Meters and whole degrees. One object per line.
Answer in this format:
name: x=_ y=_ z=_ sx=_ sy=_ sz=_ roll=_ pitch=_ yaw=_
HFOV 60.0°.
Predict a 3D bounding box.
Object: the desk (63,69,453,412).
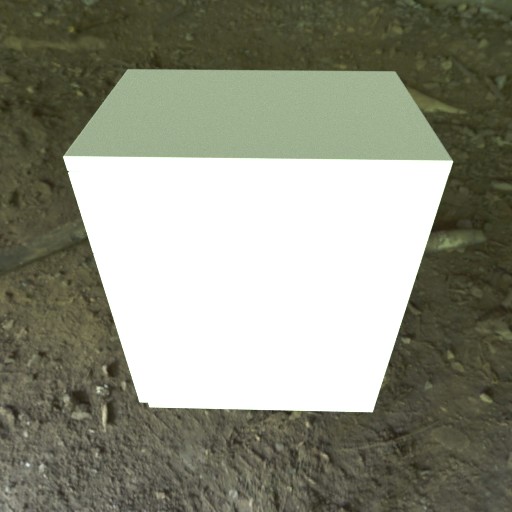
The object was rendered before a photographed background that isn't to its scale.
desk: x=0.000 y=0.000 z=1.058 sx=0.600 sy=0.730 sz=0.404 roll=1 pitch=41 yaw=1
